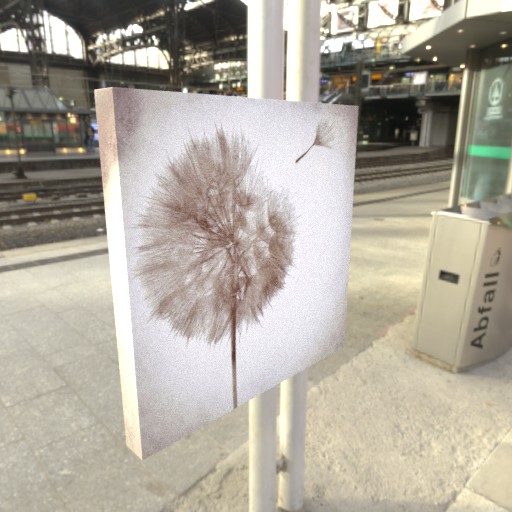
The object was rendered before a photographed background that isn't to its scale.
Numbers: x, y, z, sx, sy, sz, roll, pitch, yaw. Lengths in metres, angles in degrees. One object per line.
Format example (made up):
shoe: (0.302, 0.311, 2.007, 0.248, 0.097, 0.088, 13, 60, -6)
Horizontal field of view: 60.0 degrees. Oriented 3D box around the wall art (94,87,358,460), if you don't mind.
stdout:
wall art: (0.000, 0.000, 0.455, 0.303, 0.303, 0.028, -15, 21, -43)
